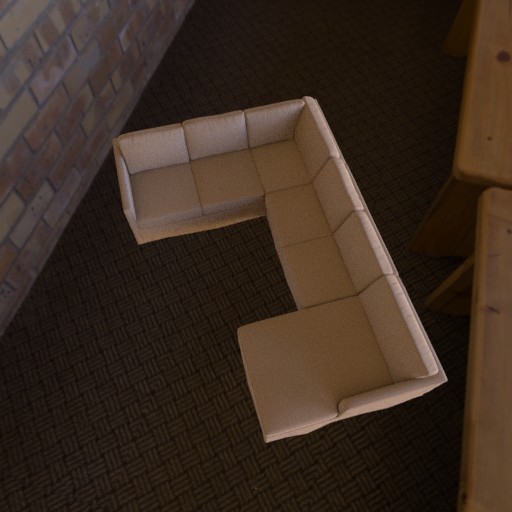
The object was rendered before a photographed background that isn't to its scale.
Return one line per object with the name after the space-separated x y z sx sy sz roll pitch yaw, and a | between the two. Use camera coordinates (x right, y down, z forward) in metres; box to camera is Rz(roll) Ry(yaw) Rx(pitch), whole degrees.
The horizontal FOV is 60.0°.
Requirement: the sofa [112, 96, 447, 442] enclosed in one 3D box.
0.000 0.000 4.561 2.427 0.882 3.460 -14 63 -7 | sofa
